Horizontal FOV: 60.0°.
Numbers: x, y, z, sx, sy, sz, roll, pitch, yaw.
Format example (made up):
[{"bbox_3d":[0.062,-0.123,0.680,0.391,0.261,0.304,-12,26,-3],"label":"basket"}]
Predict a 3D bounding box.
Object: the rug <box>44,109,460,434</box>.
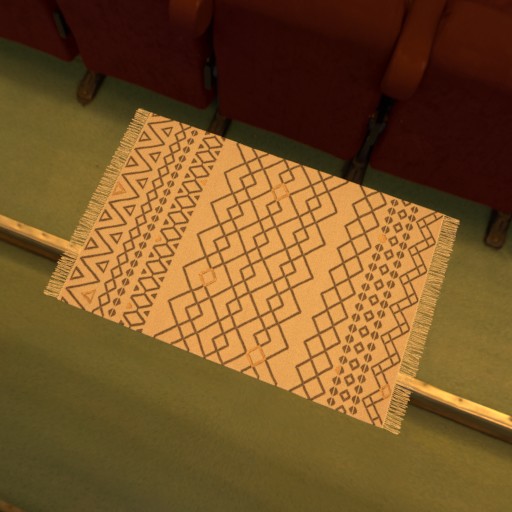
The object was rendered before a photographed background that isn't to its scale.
[{"bbox_3d":[0.000,0.000,2.456,2.023,0.028,1.224,20,76,5],"label":"rug"}]
